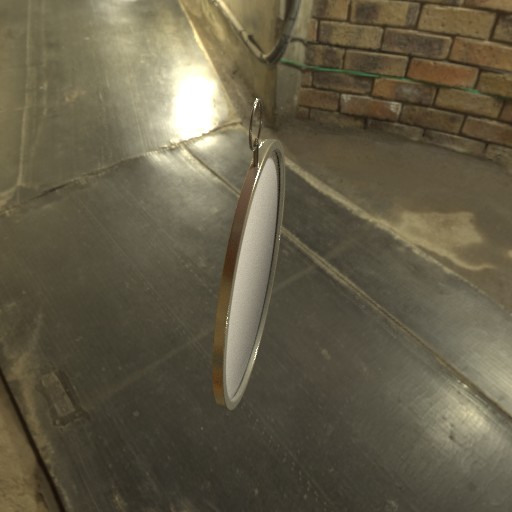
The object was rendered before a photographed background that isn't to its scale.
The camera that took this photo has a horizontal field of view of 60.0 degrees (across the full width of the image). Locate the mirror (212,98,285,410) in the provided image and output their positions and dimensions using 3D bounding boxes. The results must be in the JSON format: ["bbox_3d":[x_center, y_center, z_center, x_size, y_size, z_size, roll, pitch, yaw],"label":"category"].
[{"bbox_3d":[0.000,0.000,0.960,0.020,0.713,0.594,10,48,9],"label":"mirror"}]
